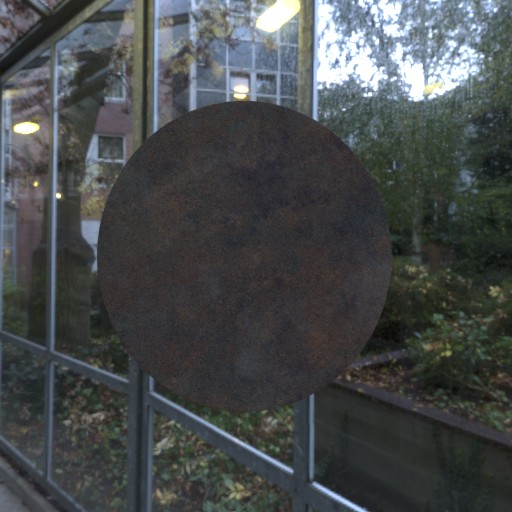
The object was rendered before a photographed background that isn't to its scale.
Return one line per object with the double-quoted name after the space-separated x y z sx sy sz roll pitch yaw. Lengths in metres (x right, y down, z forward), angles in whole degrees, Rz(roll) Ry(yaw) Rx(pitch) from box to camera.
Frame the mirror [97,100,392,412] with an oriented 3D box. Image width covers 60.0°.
0.000 0.000 0.867 0.585 0.585 0.061 0 0 -19 "mirror"
